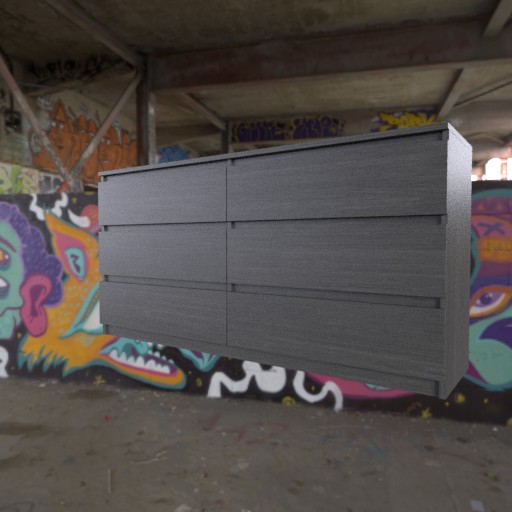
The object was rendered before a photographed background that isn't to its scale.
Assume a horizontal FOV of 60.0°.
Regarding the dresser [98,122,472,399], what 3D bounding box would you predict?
[{"bbox_3d":[0.000,0.000,1.875,1.590,0.795,0.400,1,2,35],"label":"dresser"}]
